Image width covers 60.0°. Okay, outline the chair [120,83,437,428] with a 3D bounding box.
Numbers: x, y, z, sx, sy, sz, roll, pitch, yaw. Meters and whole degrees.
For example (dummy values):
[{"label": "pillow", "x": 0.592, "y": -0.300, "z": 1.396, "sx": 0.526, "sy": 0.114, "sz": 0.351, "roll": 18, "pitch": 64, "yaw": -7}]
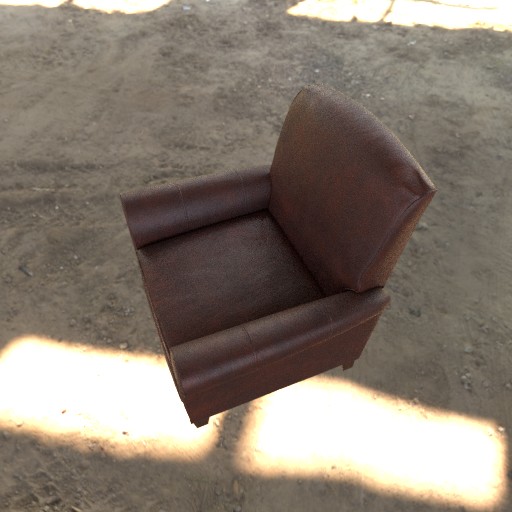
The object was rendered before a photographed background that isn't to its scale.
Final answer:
[{"label": "chair", "x": 0.000, "y": 0.000, "z": 1.775, "sx": 0.902, "sy": 1.061, "sz": 0.978, "roll": -17, "pitch": 49, "yaw": -15}]
